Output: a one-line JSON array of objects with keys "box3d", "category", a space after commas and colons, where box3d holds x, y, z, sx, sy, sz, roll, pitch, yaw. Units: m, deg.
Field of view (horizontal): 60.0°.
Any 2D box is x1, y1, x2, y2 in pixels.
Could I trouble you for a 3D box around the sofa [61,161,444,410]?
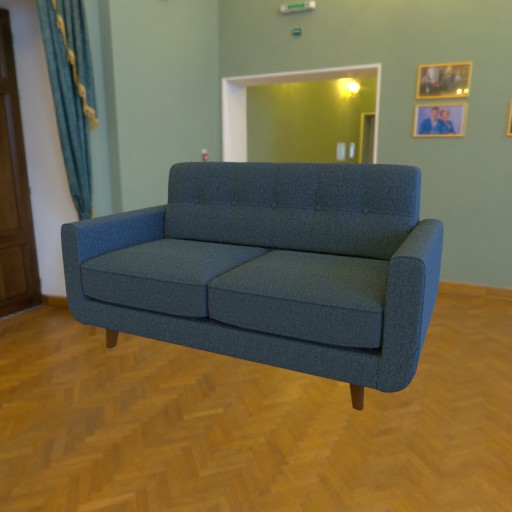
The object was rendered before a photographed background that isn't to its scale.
[{"box3d": [0.000, 0.000, 2.193, 1.651, 0.896, 0.942, 6, 15, 25], "category": "sofa"}]
